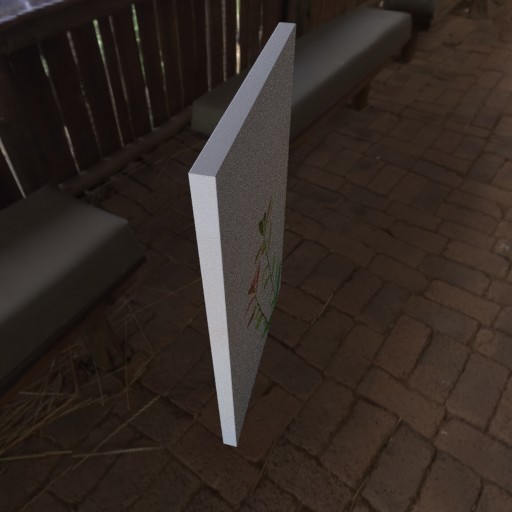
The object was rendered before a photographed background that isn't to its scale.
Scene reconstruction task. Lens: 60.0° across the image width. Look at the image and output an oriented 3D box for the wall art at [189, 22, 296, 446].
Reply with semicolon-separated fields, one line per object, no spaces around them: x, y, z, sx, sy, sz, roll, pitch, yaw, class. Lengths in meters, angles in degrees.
0.000;0.000;1.131;0.039;0.915;0.612;10;46;10;wall art
